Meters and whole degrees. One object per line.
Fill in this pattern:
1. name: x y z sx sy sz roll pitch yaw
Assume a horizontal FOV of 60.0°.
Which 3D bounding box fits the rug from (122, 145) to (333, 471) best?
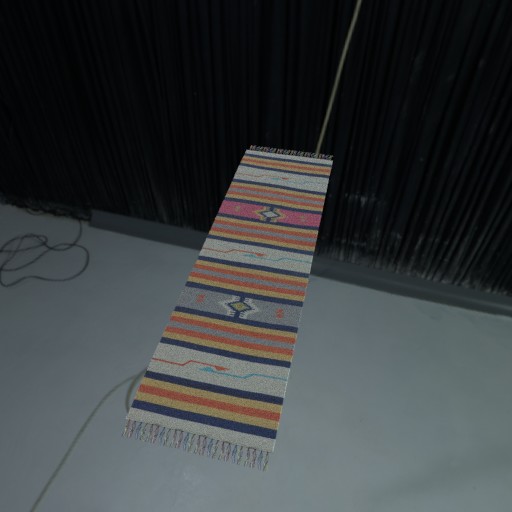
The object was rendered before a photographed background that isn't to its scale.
1. rug: 0.000 0.000 2.762 0.695 0.017 2.455 10 47 9
